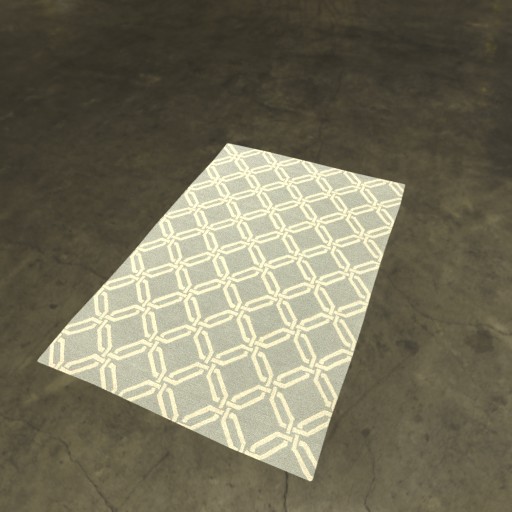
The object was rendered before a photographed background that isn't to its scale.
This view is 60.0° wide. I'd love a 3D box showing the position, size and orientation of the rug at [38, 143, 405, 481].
[{"bbox_3d":[0.000,0.000,2.153,1.148,0.010,1.754,17,48,16],"label":"rug"}]
